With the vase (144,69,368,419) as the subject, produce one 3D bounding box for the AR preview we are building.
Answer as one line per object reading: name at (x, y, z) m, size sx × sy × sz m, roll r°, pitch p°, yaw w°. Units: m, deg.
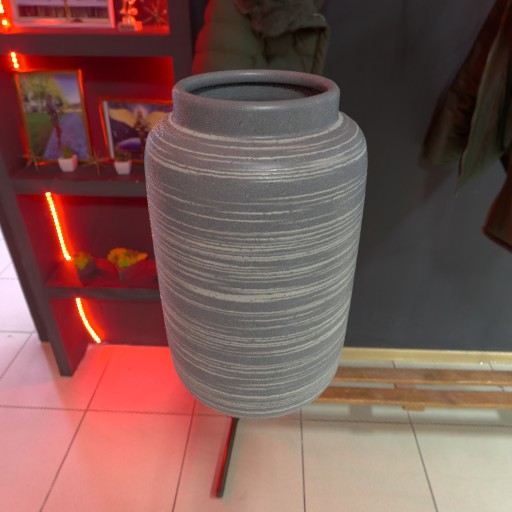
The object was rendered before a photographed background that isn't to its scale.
vase at (0.000, 0.000, 0.674) m, size 0.297 × 0.499 × 0.297 m, roll 0°, pitch 32°, yaw 0°
